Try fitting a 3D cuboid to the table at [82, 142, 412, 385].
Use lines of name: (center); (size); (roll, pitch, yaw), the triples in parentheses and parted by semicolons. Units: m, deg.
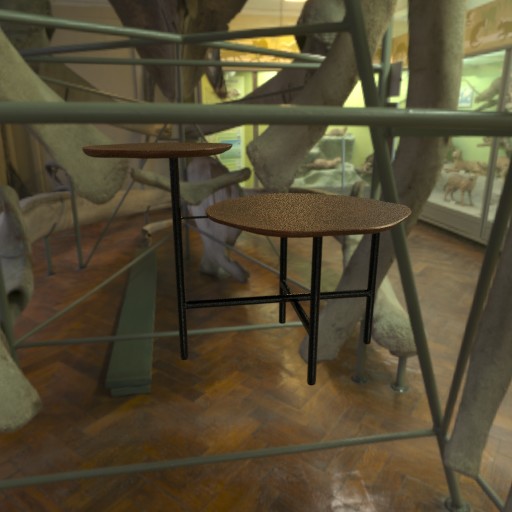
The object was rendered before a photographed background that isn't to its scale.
table: (0.000, 0.000, 1.104); (0.759, 0.538, 0.442); (-3, 18, -8)
